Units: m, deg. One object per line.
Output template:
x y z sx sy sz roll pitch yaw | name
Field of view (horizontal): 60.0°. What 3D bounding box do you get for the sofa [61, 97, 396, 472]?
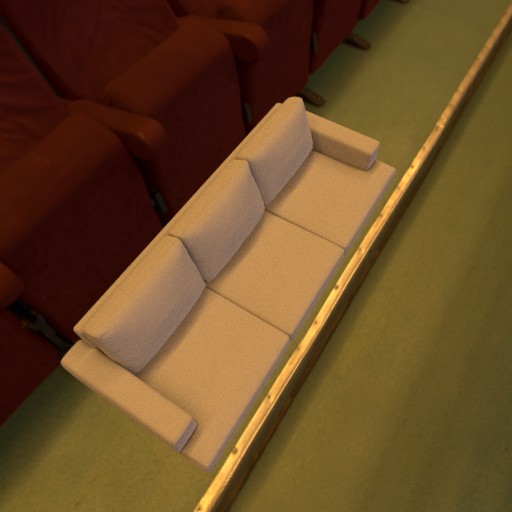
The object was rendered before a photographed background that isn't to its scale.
0.000 0.000 2.752 0.920 0.810 2.310 29 63 16 | sofa
